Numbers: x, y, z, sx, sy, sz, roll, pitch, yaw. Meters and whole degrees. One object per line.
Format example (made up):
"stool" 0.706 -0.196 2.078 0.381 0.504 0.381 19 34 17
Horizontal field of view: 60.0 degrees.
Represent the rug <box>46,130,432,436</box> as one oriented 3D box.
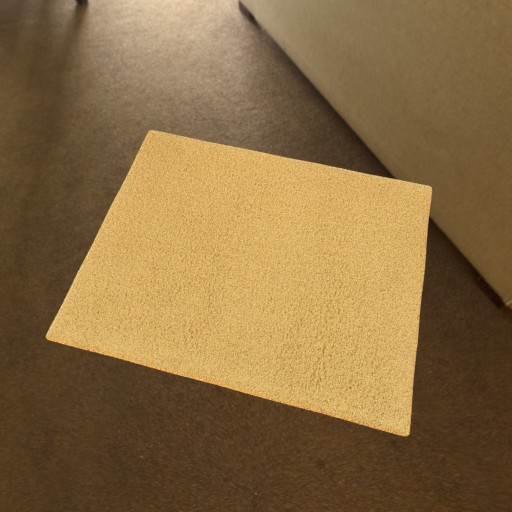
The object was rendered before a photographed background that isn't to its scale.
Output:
"rug" 0.000 0.000 4.112 3.047 0.029 2.438 13 63 7
